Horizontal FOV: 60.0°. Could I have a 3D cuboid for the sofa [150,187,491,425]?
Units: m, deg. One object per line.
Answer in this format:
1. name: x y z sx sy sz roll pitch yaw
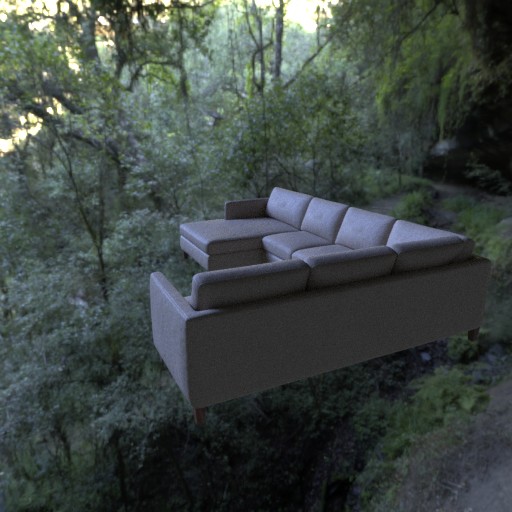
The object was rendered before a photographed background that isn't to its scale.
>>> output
1. sofa: 0.000 0.000 4.473 2.551 0.889 3.403 -8 19 -25
